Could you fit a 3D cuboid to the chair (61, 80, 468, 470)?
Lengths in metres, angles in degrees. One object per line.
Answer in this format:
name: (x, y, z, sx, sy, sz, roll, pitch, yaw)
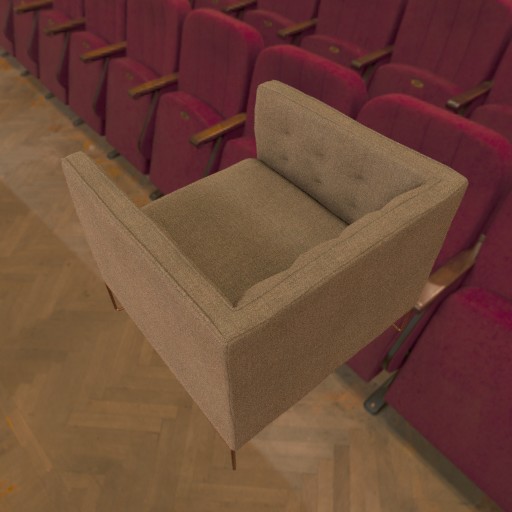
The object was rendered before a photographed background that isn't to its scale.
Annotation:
chair: (0.000, 0.000, 1.619, 0.920, 0.799, 0.912, -30, 53, -26)
